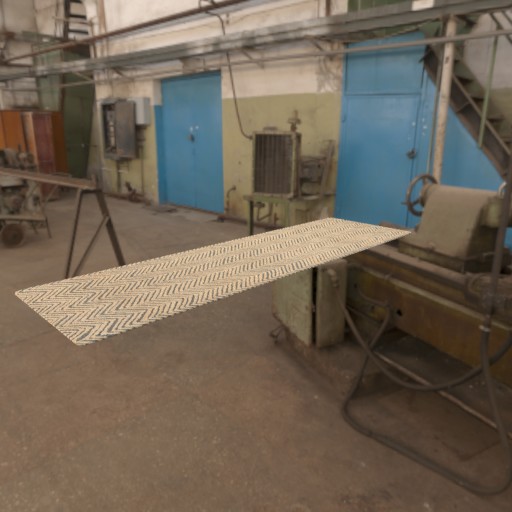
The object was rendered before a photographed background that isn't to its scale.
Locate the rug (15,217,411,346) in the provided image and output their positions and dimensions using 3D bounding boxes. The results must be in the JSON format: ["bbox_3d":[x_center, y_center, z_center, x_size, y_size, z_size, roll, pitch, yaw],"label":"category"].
[{"bbox_3d":[0.000,0.000,2.457,2.286,0.008,0.686,-16,23,-42],"label":"rug"}]
